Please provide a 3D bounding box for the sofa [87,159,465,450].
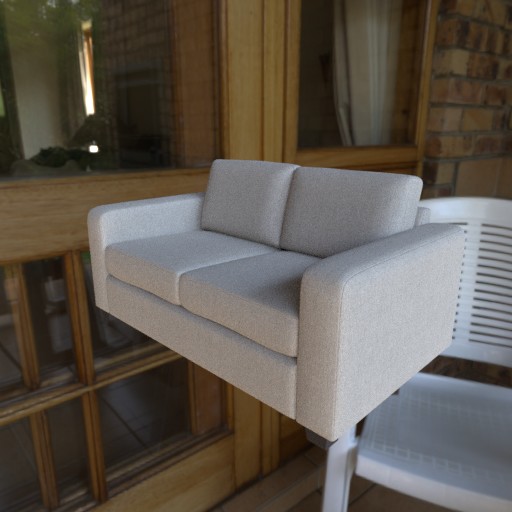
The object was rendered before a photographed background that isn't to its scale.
[{"bbox_3d":[0.000,0.000,2.038,1.540,0.800,0.900,15,22,42],"label":"sofa"}]
